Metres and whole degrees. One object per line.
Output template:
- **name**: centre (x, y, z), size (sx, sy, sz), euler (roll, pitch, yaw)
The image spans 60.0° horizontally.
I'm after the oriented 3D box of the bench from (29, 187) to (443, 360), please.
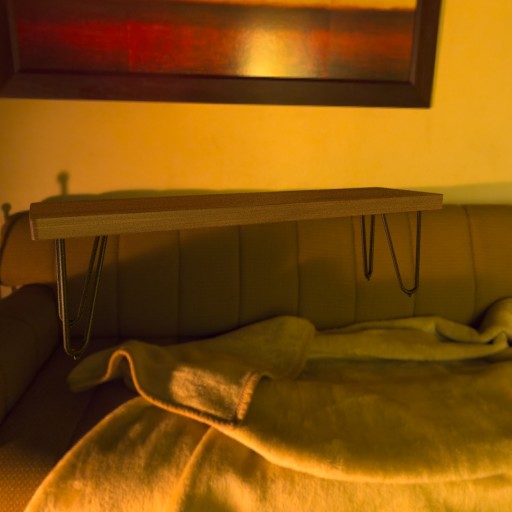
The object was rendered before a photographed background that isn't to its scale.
- **bench**: centre (0.000, 0.000, 1.768), size (1.570, 0.462, 0.425), euler (-6, 15, -25)
